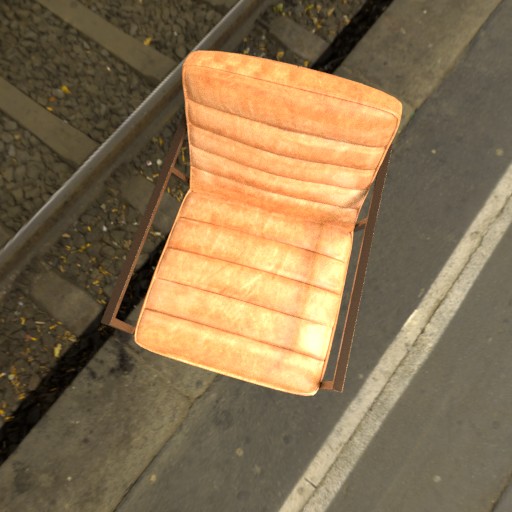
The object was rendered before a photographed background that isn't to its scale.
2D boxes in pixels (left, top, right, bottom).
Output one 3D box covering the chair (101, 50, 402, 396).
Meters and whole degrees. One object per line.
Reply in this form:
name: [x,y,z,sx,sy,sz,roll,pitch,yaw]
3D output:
chair: [0.000,0.000,1.266,0.571,0.832,0.677,15,75,4]
